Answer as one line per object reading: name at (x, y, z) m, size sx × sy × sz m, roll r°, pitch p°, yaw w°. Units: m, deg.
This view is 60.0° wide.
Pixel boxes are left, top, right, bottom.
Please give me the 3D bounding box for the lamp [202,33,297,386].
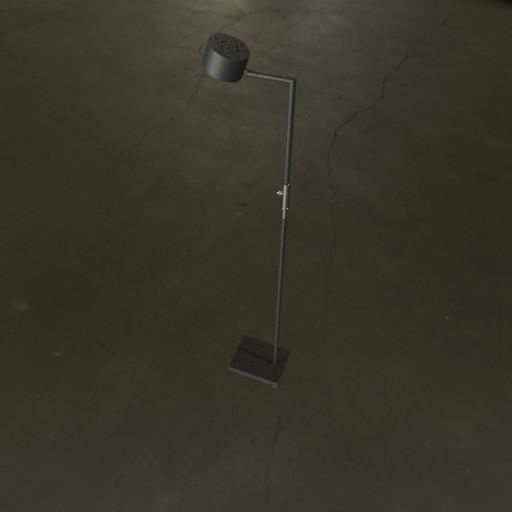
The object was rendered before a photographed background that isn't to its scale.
lamp at (0.000, 0.000, 1.721) m, size 0.304 × 1.600 × 0.203 m, roll 15°, pitch 49°, yaw 14°
